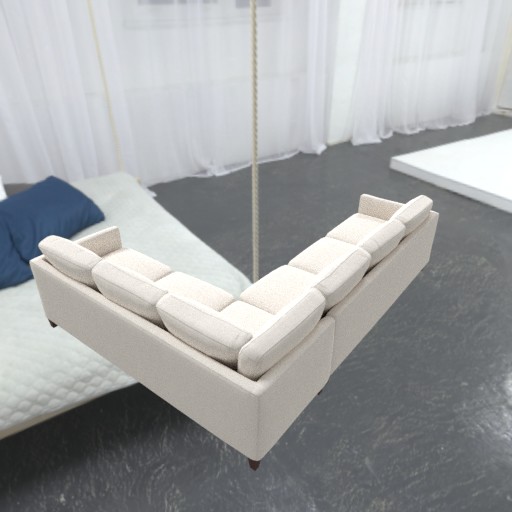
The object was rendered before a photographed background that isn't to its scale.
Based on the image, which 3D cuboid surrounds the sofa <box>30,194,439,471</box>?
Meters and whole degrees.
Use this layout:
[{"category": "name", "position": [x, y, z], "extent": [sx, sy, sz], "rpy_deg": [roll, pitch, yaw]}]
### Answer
[{"category": "sofa", "position": [0.000, 0.000, 4.466], "extent": [2.593, 0.947, 3.302], "rpy_deg": [21, 36, 32]}]
